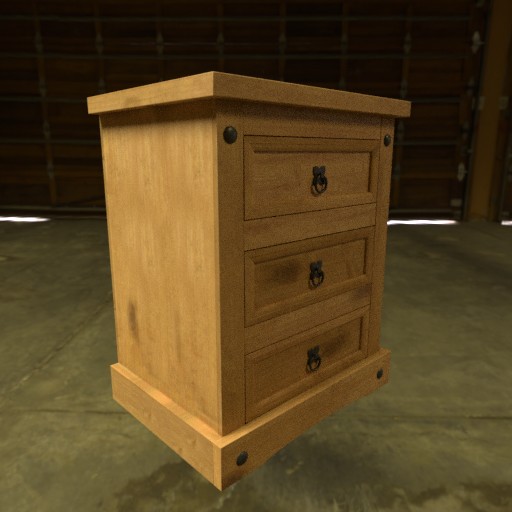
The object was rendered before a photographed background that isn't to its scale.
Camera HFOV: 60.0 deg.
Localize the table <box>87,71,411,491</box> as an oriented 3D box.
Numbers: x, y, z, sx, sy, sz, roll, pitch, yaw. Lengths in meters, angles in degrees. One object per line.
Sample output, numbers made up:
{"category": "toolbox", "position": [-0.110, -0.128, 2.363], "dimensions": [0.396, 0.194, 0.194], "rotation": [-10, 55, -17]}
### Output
{"category": "table", "position": [0.000, 0.000, 1.215], "dimensions": [0.660, 0.813, 0.500], "rotation": [-12, 18, -42]}
